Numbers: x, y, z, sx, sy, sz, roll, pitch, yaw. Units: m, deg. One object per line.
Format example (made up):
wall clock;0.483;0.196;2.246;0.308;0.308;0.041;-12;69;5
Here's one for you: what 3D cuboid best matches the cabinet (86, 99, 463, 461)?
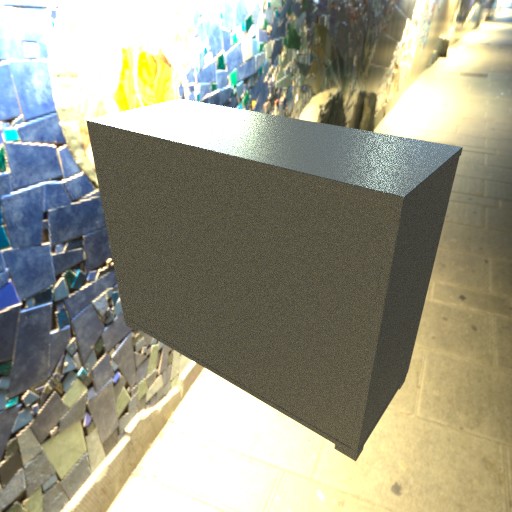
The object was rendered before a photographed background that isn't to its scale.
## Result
cabinet;0.000;0.000;1.437;1.000;0.800;0.400;21;36;31
